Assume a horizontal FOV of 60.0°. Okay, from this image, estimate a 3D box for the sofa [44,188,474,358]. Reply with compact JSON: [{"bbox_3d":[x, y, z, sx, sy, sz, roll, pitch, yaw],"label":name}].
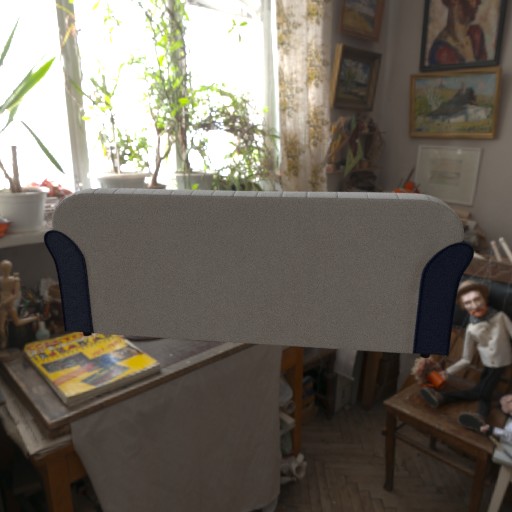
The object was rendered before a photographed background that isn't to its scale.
[{"bbox_3d":[0.000,0.000,2.442,2.006,0.789,0.749,2,15,8],"label":"sofa"}]
